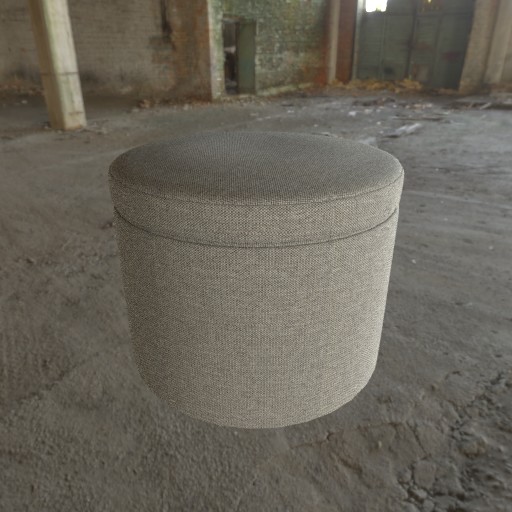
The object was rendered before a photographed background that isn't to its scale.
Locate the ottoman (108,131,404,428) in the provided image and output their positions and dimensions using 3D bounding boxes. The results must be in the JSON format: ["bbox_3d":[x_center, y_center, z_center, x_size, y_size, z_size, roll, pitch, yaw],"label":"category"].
[{"bbox_3d":[0.000,0.000,0.856,0.500,0.419,0.500,0,25,0],"label":"ottoman"}]
